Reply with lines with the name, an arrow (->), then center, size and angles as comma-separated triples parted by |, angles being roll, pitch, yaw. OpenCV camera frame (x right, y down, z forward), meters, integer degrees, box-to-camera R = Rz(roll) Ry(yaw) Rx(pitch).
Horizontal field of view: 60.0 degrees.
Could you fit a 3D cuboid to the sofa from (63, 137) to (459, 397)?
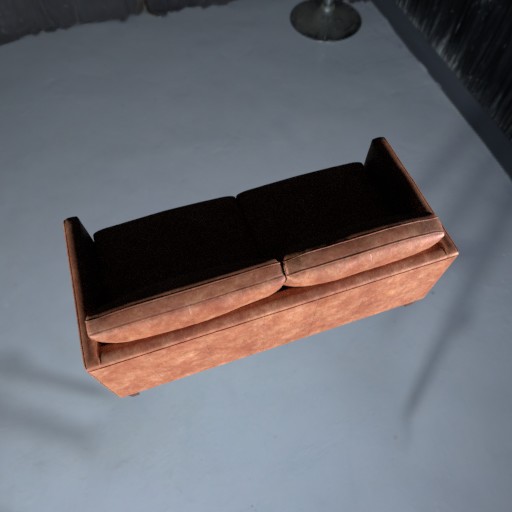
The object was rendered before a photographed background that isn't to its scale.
sofa -> 0.000, 0.000, 2.584 | 1.971, 0.863, 0.923 | -16, 61, -9
